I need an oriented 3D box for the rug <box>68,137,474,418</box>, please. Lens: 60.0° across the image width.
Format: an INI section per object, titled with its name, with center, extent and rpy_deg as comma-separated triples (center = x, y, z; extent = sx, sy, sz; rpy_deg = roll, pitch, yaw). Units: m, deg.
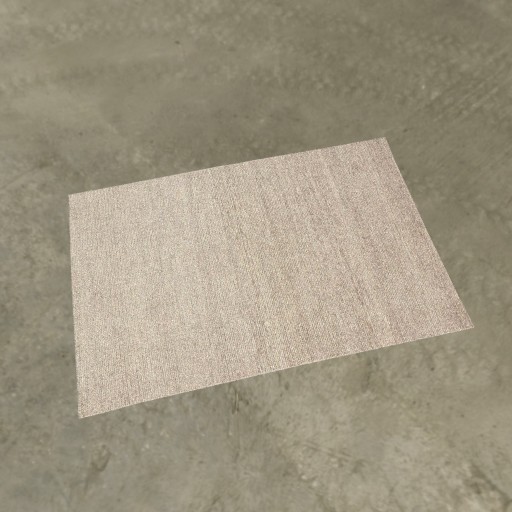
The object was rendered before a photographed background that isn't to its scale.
[rug]
center = 0.000, 0.000, 2.193
extent = 1.792, 0.021, 1.154
rpy_deg = -11, 64, -6
